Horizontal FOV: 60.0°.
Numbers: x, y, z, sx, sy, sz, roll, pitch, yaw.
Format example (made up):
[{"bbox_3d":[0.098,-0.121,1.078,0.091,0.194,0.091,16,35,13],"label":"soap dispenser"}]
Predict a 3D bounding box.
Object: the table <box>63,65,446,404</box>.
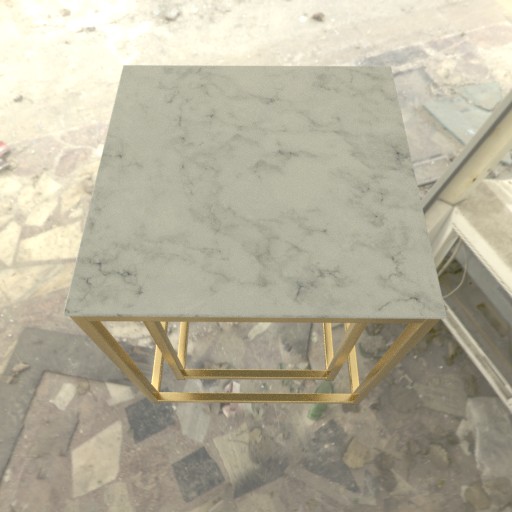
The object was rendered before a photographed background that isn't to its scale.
[{"bbox_3d":[0.000,0.000,0.848,0.450,0.500,0.450,0,60,0],"label":"table"}]
